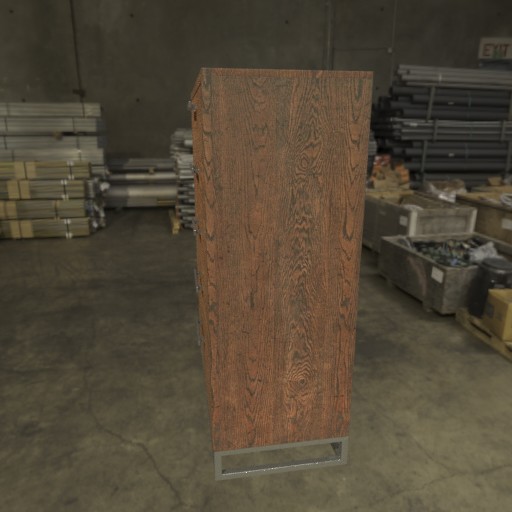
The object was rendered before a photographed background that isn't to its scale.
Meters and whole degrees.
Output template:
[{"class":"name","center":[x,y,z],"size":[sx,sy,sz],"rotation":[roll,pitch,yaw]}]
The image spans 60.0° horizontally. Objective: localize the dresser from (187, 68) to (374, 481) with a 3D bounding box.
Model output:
[{"class":"dresser","center":[0.000,0.000,1.836],"size":[0.508,1.321,0.965],"rotation":[-3,16,-9]}]
